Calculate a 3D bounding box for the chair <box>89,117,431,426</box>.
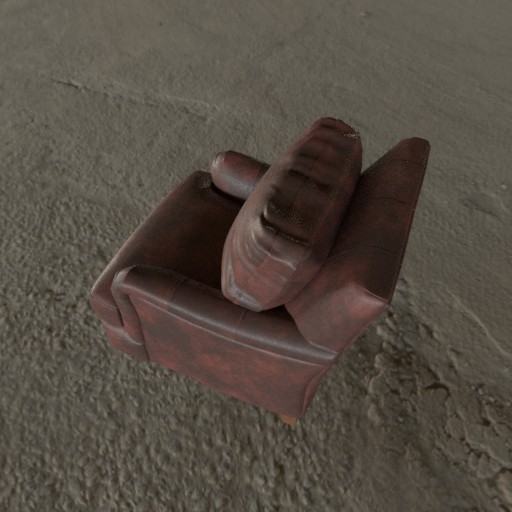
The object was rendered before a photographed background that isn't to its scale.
[{"bbox_3d":[0.000,0.000,1.954,1.156,1.051,0.987,17,48,15],"label":"chair"}]
